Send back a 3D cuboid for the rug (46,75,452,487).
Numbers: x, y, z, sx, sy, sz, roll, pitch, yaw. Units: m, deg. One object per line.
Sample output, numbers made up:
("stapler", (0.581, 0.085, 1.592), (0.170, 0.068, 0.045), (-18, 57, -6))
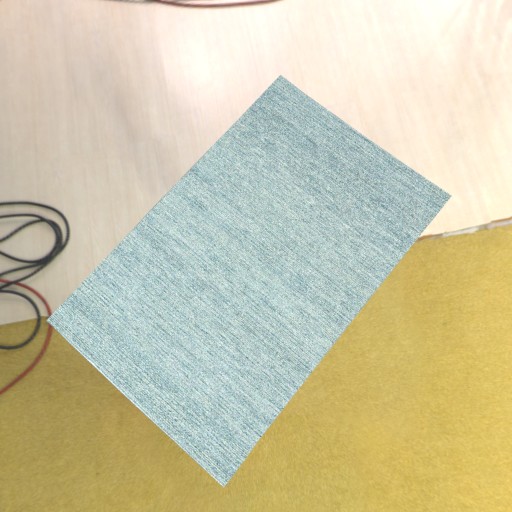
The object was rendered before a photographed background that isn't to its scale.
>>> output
("rug", (0.000, 0.000, 2.277), (1.174, 0.022, 1.853), (39, 79, 9))
